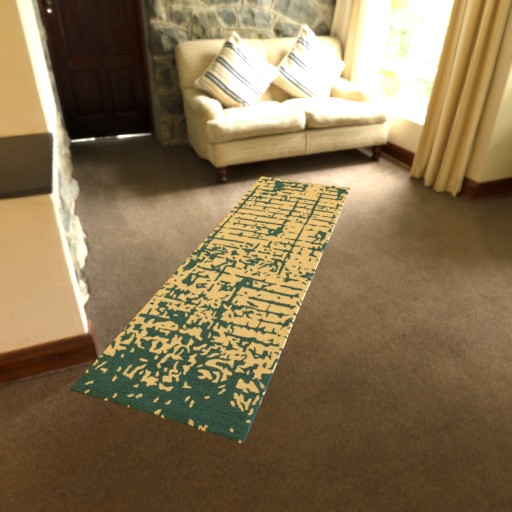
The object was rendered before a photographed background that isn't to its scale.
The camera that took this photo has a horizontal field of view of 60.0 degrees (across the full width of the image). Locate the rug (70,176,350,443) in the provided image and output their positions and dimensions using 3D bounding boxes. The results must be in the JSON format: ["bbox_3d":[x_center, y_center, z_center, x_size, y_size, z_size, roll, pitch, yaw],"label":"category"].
[{"bbox_3d":[0.000,0.000,2.662,0.750,0.011,2.435,10,33,16],"label":"rug"}]
